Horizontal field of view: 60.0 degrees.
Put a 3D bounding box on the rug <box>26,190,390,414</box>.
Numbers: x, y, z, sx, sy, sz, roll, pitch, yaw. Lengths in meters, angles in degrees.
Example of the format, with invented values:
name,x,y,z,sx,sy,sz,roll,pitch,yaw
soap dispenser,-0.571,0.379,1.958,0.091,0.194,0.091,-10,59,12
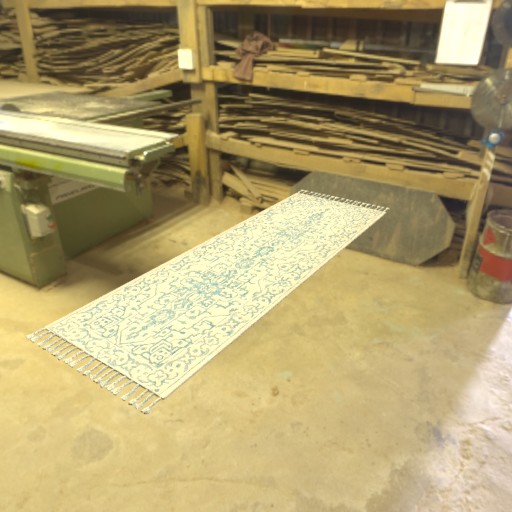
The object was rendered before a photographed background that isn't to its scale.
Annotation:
name,x,y,z,sx,sy,sz,roll,pitch,yaw
rug,0.000,0.000,2.640,0.774,0.011,2.449,18,32,31
